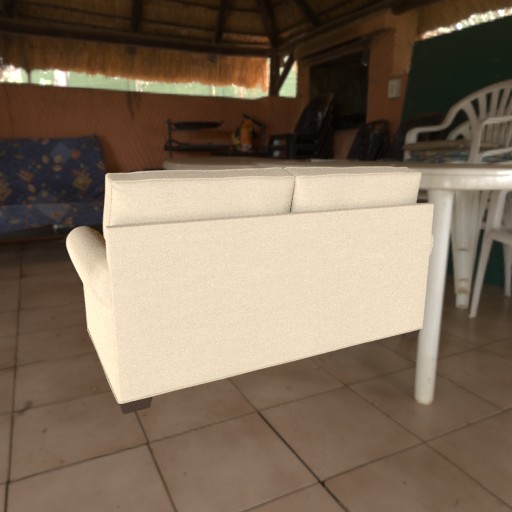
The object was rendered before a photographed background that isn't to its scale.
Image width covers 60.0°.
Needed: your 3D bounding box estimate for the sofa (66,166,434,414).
[{"bbox_3d":[0.000,0.000,2.333,1.774,0.933,0.861,-7,15,-27],"label":"sofa"}]
